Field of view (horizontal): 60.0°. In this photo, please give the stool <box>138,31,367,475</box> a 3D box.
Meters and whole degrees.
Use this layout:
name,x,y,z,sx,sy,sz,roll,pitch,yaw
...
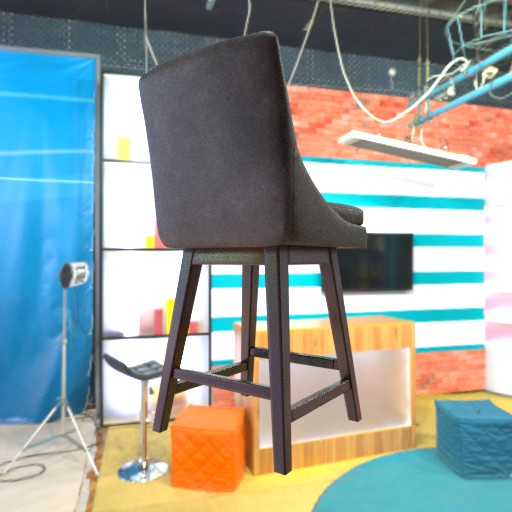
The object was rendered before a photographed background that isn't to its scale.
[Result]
name,x,y,z,sx,sy,sz,roll,pitch,yaw
stool,0.000,0.000,1.353,0.492,1.046,0.587,0,-1,36
